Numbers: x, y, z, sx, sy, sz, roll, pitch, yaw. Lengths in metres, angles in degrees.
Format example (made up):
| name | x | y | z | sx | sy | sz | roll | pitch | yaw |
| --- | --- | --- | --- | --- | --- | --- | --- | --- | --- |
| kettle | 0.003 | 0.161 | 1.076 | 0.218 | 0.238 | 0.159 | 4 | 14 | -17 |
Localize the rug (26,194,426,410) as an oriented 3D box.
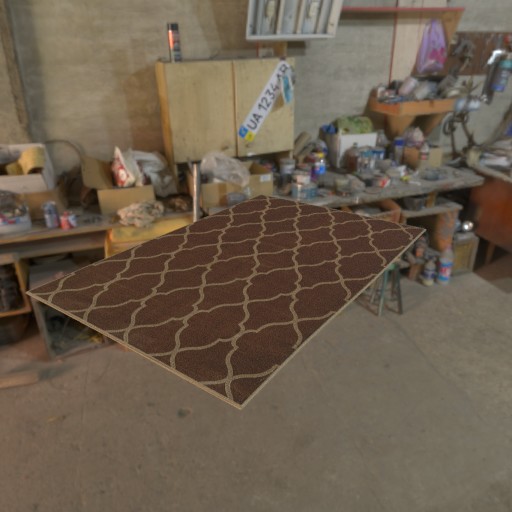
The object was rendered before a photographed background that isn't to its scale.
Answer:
| name | x | y | z | sx | sy | sz | roll | pitch | yaw |
| --- | --- | --- | --- | --- | --- | --- | --- | --- | --- |
| rug | 0.000 | 0.000 | 2.908 | 1.528 | 0.014 | 2.294 | 17 | 30 | 32 |
